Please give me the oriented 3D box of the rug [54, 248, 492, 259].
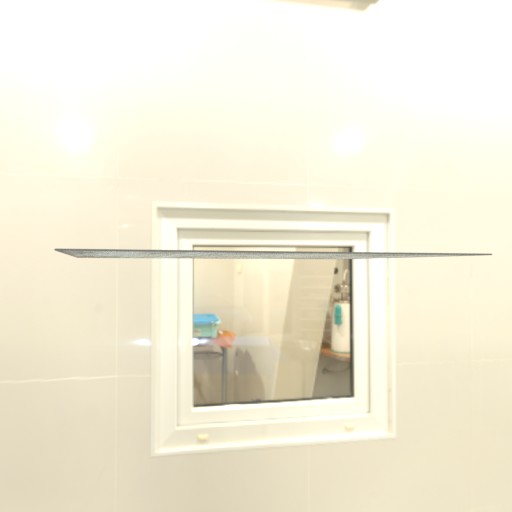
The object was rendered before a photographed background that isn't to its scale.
[{"bbox_3d":[0.000,0.000,4.245,3.307,0.013,2.393,0,-1,-19],"label":"rug"}]
